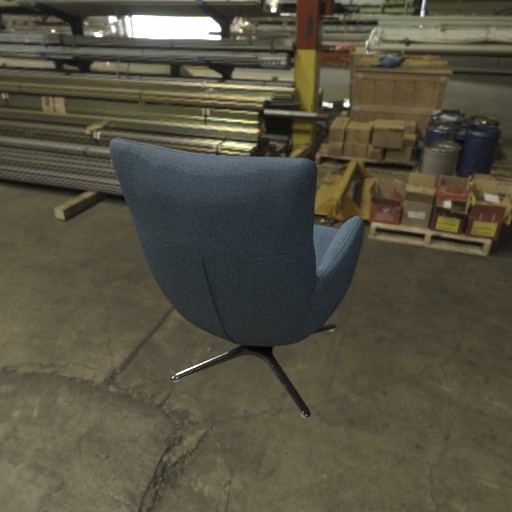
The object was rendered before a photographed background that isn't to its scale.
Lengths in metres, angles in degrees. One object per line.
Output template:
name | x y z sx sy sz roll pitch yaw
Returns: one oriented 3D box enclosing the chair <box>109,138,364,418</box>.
chair | 0.000 0.000 1.612 0.711 1.016 0.889 10 32 16
